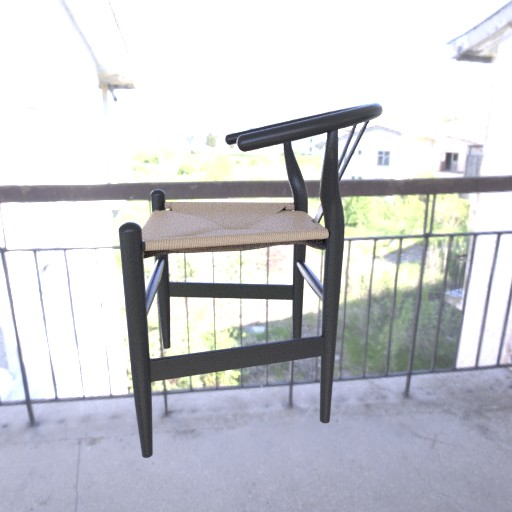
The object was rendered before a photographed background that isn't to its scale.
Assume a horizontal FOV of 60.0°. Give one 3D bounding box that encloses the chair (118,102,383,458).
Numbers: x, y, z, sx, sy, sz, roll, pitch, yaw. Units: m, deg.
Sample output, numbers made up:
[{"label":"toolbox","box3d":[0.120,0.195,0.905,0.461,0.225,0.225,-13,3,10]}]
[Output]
[{"label":"chair","box3d":[0.000,0.000,1.130,0.570,0.739,0.570,-2,16,-6]}]
